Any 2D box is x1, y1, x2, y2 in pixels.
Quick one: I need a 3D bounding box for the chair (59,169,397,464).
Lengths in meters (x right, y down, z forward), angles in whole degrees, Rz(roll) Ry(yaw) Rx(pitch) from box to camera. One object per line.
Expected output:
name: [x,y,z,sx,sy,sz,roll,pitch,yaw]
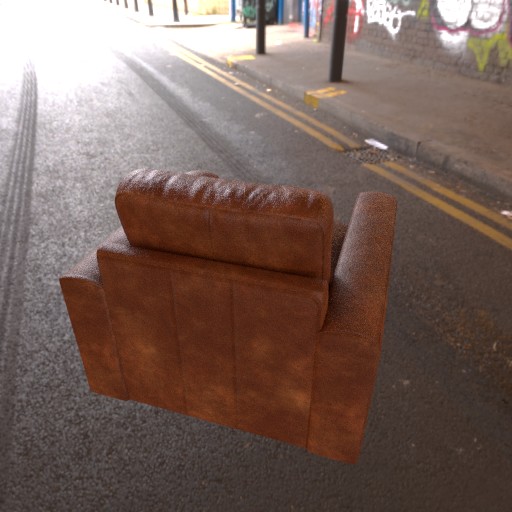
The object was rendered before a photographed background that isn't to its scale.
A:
chair: [0.000,0.000,1.743,1.005,0.873,1.016,10,33,15]
